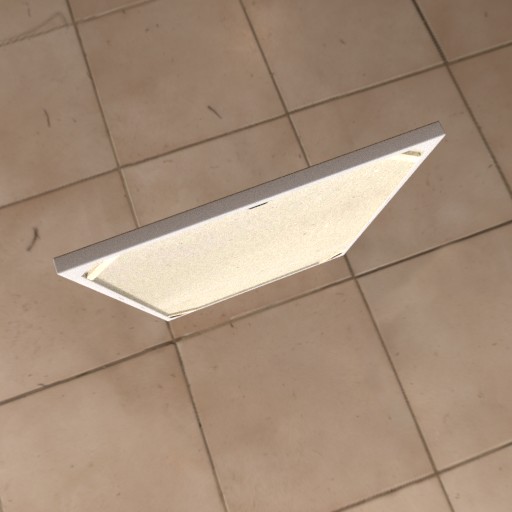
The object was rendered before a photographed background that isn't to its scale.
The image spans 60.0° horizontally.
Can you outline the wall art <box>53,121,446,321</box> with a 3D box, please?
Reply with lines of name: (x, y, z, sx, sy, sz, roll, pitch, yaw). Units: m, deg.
wall art: (0.000, 0.000, 1.568, 0.914, 1.212, 0.038, -20, 78, -5)
